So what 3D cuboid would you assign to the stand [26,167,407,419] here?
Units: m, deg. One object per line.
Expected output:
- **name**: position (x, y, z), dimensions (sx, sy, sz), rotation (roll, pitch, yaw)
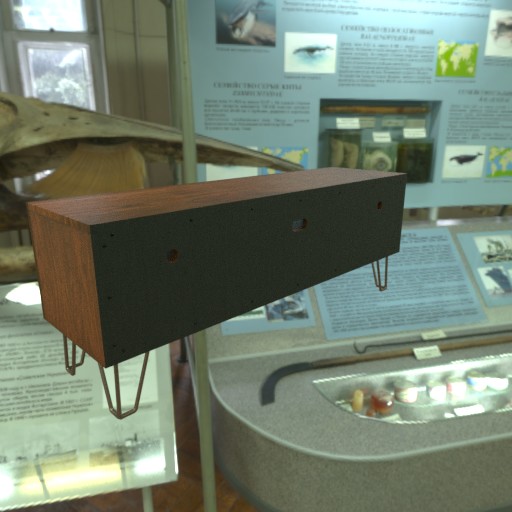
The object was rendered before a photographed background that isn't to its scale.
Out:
- **stand**: position (0.000, 0.000, 1.898), dimensions (1.626, 0.610, 0.481), rotation (-16, 23, -42)
